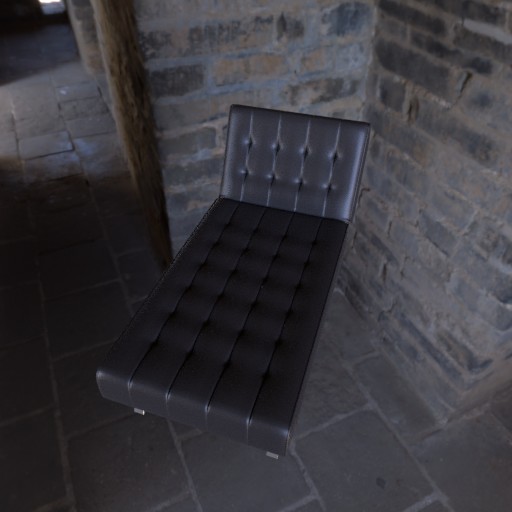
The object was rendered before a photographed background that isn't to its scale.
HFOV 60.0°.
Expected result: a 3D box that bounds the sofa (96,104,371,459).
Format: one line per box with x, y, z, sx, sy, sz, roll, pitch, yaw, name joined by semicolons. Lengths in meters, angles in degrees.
0.000;0.000;2.056;0.760;0.820;1.560;12;43;14;sofa
